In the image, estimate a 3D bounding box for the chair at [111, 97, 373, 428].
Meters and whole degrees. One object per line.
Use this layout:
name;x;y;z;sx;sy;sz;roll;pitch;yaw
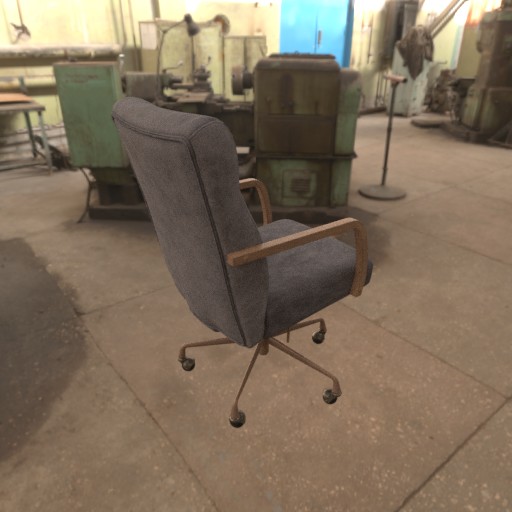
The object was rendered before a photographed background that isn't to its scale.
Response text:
chair;0.000;0.000;1.511;0.741;1.029;0.640;-18;32;-32
